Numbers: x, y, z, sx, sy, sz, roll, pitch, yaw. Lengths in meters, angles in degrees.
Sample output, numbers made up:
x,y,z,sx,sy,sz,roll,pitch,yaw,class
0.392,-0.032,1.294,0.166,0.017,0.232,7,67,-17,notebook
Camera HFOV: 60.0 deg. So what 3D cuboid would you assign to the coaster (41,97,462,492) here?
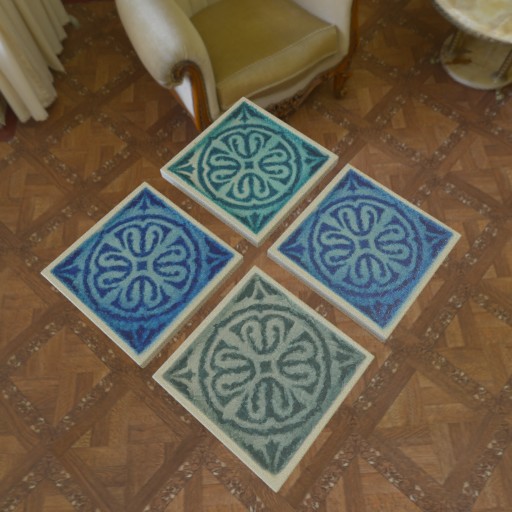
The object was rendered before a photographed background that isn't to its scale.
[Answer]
x,y,z,sx,sy,sz,roll,pitch,yaw,class
0.000,0.000,0.324,0.214,0.010,0.219,37,70,16,coaster
